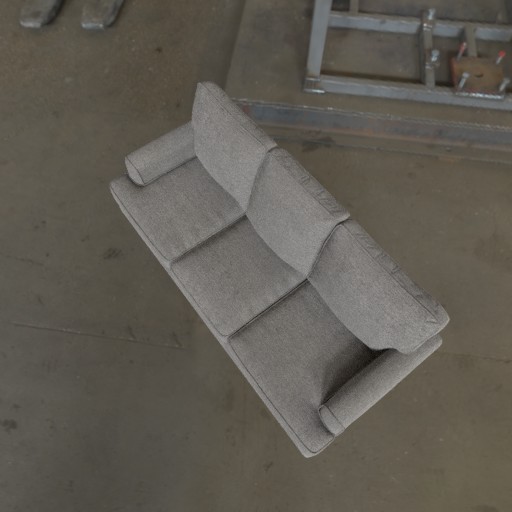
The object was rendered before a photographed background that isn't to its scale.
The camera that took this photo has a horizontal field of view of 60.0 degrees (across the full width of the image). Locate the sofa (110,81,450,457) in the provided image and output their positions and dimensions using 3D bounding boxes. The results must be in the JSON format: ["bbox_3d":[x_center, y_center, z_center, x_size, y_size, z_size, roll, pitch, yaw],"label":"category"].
[{"bbox_3d":[0.000,0.000,2.731,0.951,0.965,2.158,-34,68,-16],"label":"sofa"}]
